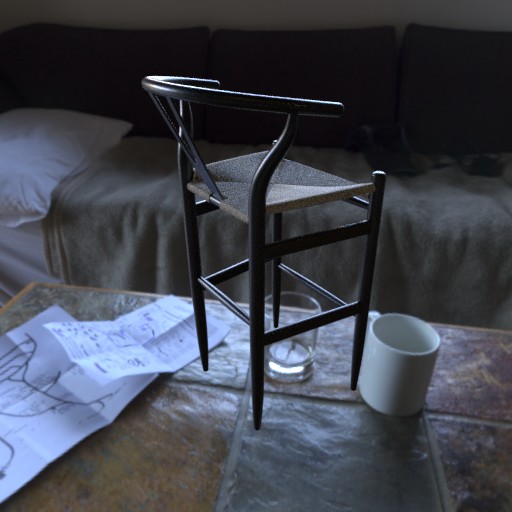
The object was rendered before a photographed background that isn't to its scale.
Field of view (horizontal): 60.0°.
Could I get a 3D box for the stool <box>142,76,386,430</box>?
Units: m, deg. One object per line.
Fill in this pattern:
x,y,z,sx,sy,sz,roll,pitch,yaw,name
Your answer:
0.000,0.000,1.405,0.579,1.072,0.569,-18,33,-31,stool
